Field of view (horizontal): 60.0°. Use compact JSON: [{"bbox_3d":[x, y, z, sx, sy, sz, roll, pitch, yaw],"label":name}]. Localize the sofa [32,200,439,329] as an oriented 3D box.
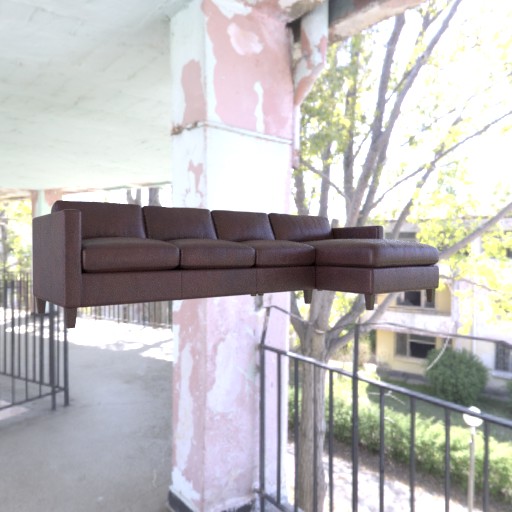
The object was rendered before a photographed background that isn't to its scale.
[{"bbox_3d":[0.000,0.000,3.812,3.203,0.883,1.581,-1,1,-38],"label":"sofa"}]
